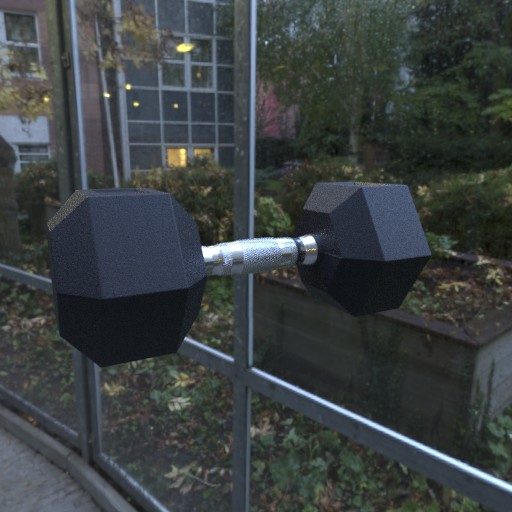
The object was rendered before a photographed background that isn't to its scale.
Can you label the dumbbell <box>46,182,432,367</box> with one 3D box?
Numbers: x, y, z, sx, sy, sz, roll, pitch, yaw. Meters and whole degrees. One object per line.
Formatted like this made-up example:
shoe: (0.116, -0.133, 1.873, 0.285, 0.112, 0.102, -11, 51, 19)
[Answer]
dumbbell: (0.000, 0.000, 0.402, 0.337, 0.123, 0.142, -6, 14, -26)
